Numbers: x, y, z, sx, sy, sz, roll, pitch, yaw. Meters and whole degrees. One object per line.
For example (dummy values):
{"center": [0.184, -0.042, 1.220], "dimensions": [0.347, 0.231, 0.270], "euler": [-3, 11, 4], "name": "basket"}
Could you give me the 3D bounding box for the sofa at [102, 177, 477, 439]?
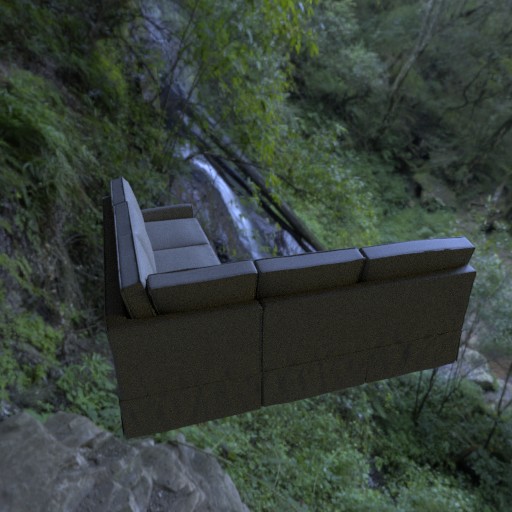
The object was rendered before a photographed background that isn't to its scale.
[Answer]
{"center": [0.000, 0.000, 4.094], "dimensions": [2.618, 1.081, 2.623], "euler": [-8, 27, -16], "name": "sofa"}
